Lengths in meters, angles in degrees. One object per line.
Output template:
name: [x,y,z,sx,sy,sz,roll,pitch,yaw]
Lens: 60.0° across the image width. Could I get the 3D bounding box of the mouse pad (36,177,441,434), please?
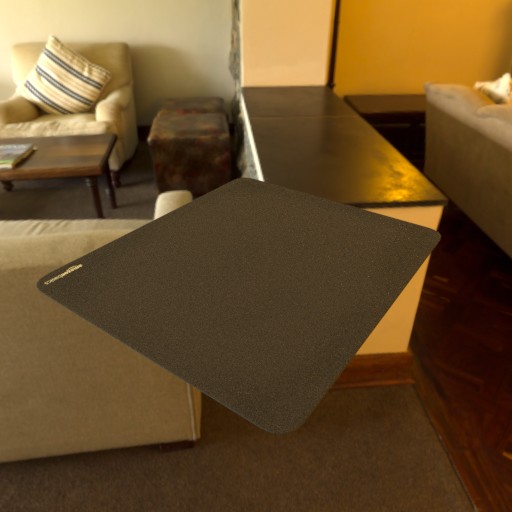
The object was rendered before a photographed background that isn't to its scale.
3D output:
mouse pad: [0.000,0.000,0.624,0.393,0.002,0.451,21,38,30]
